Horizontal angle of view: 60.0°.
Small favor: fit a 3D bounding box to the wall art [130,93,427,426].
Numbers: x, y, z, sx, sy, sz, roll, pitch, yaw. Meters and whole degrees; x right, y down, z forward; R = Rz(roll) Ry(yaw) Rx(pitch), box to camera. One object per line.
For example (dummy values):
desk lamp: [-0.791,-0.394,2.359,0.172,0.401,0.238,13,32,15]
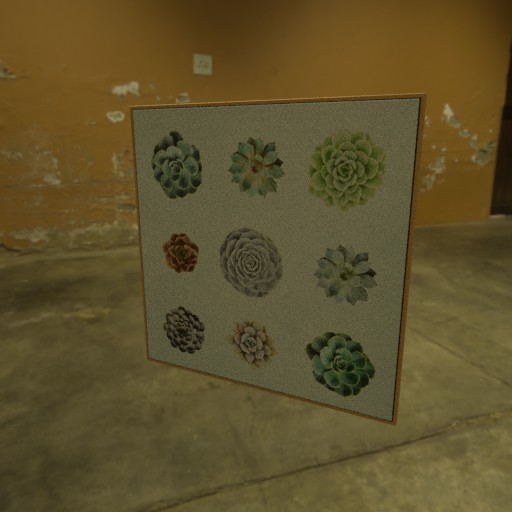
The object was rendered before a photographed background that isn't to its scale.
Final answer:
wall art: [0.000,0.000,0.989,0.657,0.655,0.014,7,16,25]
